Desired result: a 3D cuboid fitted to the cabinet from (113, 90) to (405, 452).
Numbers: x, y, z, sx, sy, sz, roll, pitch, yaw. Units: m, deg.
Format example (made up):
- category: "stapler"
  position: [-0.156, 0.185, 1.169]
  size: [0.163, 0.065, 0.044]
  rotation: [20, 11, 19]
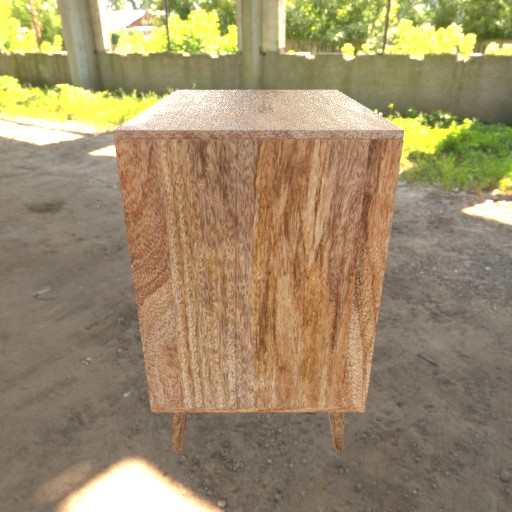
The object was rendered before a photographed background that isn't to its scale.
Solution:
- category: "cabinet"
  position: [0.000, 0.000, 1.160]
  size: [0.473, 0.758, 0.647]
  rotation: [0, 26, 0]
